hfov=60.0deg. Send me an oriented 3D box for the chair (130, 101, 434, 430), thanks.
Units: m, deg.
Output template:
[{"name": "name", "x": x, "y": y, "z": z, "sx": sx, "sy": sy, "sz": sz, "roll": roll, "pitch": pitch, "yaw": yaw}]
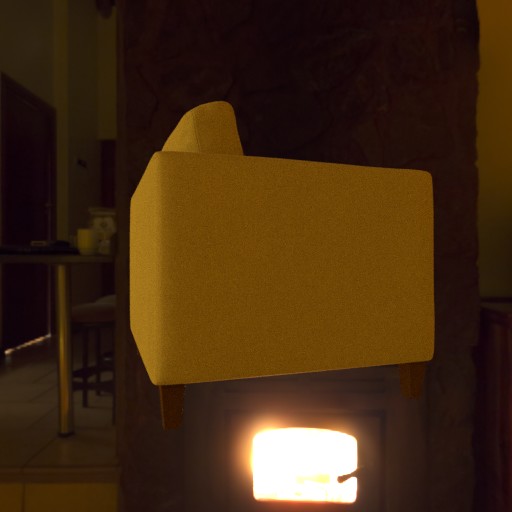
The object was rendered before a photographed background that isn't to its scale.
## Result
[{"name": "chair", "x": 0.000, "y": 0.000, "z": 1.829, "sx": 0.959, "sy": 0.961, "sz": 1.107, "roll": 0, "pitch": 0, "yaw": -19}]
